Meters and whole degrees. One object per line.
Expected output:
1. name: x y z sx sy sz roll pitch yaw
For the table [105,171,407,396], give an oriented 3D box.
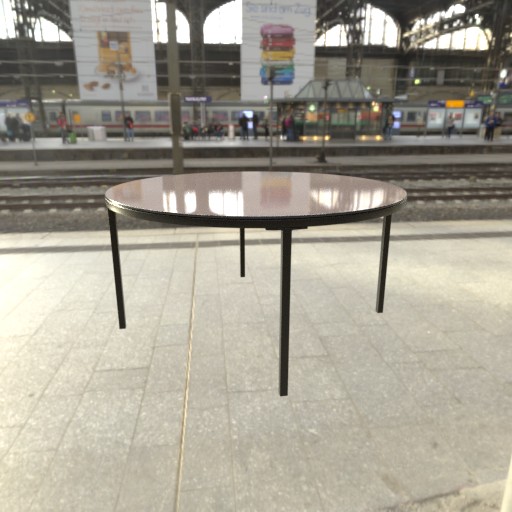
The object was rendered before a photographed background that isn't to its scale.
1. table: 0.000 0.000 1.287 0.800 0.400 0.800 0 17 0
